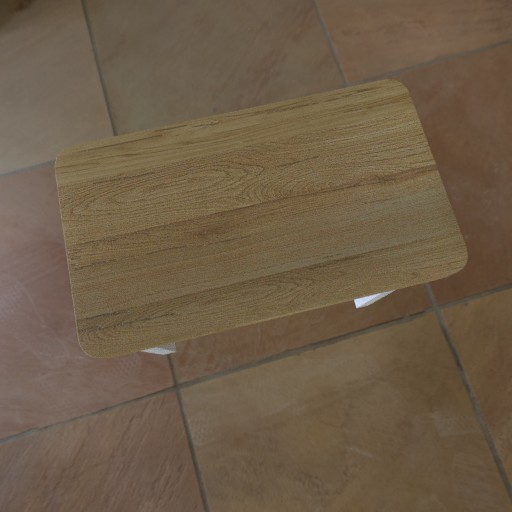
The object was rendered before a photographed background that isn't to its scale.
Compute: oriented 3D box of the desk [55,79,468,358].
[{"bbox_3d":[0.000,0.000,1.266,0.760,0.790,0.440,-13,76,-3],"label":"desk"}]
